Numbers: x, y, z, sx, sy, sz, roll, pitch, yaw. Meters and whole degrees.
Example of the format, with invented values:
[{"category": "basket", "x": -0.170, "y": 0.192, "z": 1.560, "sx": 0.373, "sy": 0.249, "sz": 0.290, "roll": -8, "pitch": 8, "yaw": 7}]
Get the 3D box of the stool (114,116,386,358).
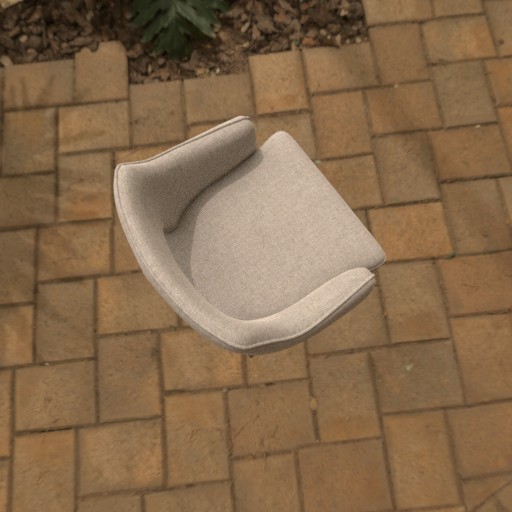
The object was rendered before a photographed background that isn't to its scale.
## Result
[{"category": "stool", "x": 0.000, "y": 0.000, "z": 1.367, "sx": 0.558, "sy": 0.944, "sz": 0.599, "roll": -34, "pitch": 78, "yaw": -9}]
